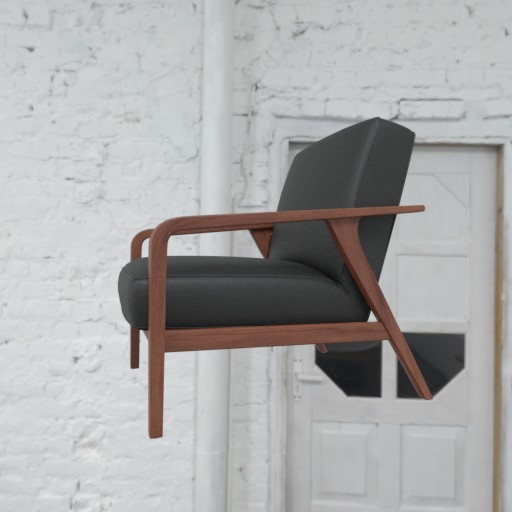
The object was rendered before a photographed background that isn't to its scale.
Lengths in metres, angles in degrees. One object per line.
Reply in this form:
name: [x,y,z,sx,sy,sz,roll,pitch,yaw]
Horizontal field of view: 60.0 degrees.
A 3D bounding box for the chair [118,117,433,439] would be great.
chair: [0.000,0.000,1.499,0.889,0.861,0.719,0,1,-20]
